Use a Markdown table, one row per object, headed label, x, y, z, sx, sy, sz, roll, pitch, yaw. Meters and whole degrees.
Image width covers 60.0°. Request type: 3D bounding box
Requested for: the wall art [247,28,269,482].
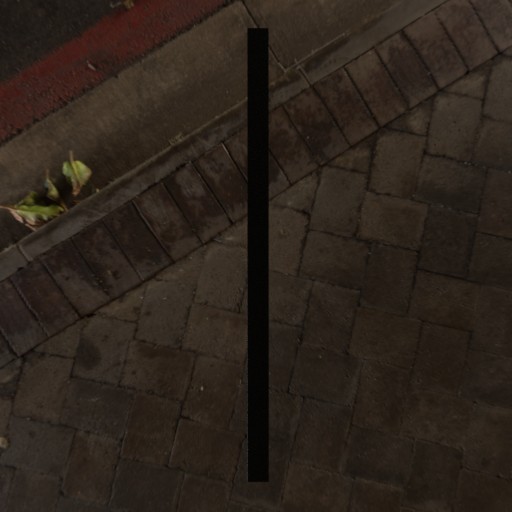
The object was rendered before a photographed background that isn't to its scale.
| label | x | y | z | sx | sy | sz | roll | pitch | yaw |
| --- | --- | --- | --- | --- | --- | --- | --- | --- | --- |
| wall art | 0.000 | 0.000 | 1.116 | 0.036 | 0.755 | 0.756 | 0 | 89 | -1 |
